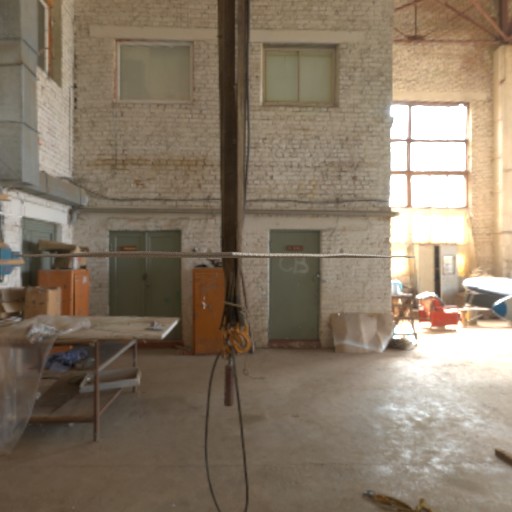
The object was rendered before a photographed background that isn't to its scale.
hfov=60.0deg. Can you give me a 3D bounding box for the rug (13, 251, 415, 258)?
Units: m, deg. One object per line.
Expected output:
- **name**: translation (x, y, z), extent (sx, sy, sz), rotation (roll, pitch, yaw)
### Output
- **rug**: translation (0.000, 0.000, 1.040), extent (0.511, 0.008, 0.869), rotation (0, 0, 34)
